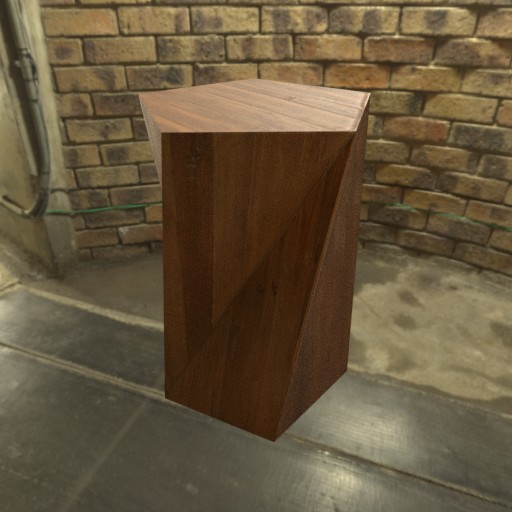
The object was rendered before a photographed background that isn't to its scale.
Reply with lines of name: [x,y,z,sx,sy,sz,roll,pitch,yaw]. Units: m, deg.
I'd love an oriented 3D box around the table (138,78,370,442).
table: [0.000,0.000,0.898,0.441,0.604,0.425,-9,33,-15]
